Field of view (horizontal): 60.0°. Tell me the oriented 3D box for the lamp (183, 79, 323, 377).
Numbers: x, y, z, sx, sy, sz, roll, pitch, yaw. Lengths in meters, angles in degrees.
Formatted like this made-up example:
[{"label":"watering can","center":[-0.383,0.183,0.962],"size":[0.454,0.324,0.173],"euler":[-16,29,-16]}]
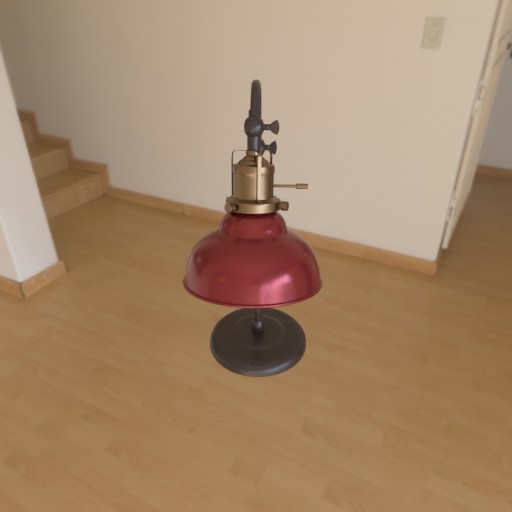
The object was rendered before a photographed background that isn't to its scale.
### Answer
[{"label":"lamp","center":[0.000,0.000,0.680],"size":[0.192,0.508,0.374],"euler":[1,31,2]}]
